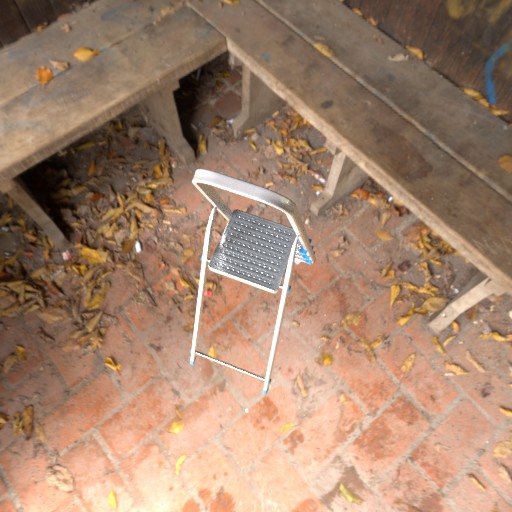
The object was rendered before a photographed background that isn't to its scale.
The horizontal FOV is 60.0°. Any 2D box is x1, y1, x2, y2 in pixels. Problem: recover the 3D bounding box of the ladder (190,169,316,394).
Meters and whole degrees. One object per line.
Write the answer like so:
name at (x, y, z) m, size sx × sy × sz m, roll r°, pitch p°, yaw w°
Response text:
ladder at (0.000, 0.000, 1.864) m, size 0.445 × 1.434 × 0.842 m, roll 19°, pitch 67°, yaw 9°
